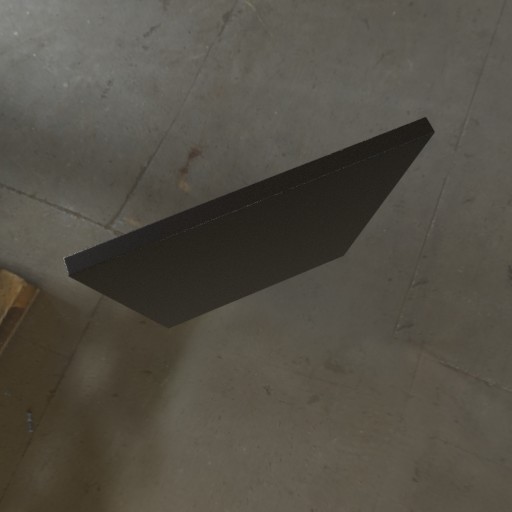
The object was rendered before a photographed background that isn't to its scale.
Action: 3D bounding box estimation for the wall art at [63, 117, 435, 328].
[{"bbox_3d":[0.000,0.000,1.640,0.950,1.194,0.053,-22,76,-6],"label":"wall art"}]
